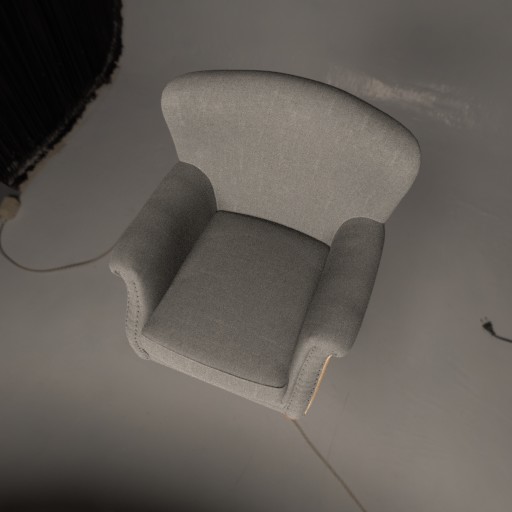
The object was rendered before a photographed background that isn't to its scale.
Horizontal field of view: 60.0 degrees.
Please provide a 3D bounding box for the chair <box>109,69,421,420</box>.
[{"bbox_3d":[0.000,0.000,1.635,0.861,0.936,0.921,19,61,11],"label":"chair"}]
